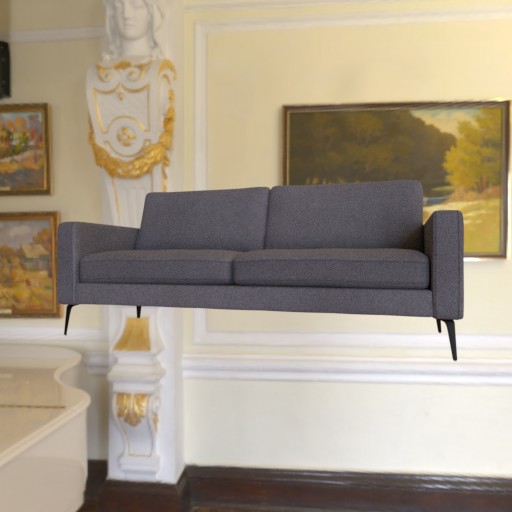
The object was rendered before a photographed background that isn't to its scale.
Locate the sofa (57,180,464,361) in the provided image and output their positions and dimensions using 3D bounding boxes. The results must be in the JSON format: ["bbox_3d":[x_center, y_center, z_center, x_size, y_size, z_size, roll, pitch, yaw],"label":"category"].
[{"bbox_3d":[0.000,0.000,2.352,1.925,0.828,0.774,0,0,18],"label":"sofa"}]
